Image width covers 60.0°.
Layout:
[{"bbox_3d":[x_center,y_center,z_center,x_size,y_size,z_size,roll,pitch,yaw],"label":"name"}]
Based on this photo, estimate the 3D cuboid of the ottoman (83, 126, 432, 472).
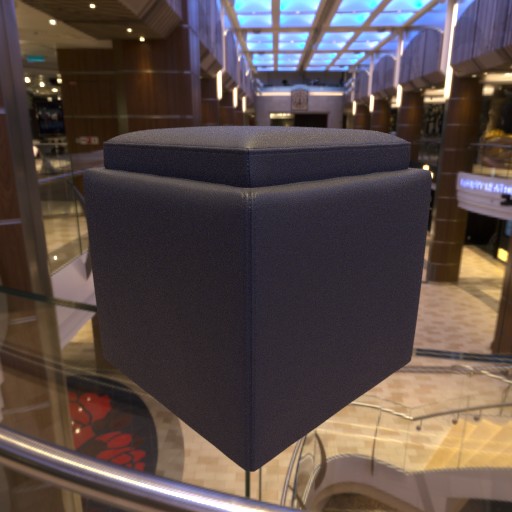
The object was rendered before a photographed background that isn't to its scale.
[{"bbox_3d":[0.000,0.000,0.817,0.451,0.460,0.450,-15,22,-42],"label":"ottoman"}]
